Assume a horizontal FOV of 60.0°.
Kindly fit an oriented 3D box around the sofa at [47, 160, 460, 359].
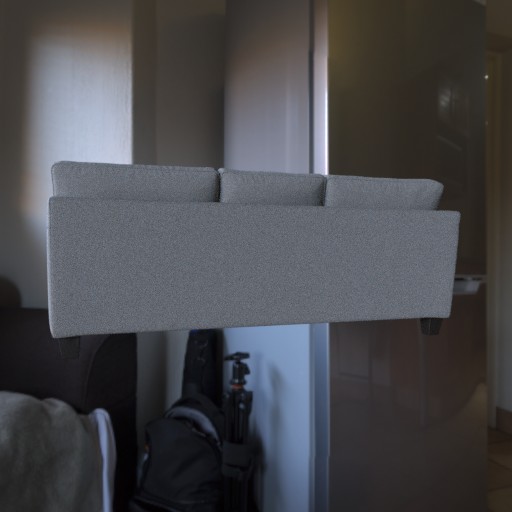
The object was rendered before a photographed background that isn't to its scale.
[{"bbox_3d":[0.000,0.000,2.816,2.323,0.997,1.016,0,0,-18],"label":"sofa"}]
